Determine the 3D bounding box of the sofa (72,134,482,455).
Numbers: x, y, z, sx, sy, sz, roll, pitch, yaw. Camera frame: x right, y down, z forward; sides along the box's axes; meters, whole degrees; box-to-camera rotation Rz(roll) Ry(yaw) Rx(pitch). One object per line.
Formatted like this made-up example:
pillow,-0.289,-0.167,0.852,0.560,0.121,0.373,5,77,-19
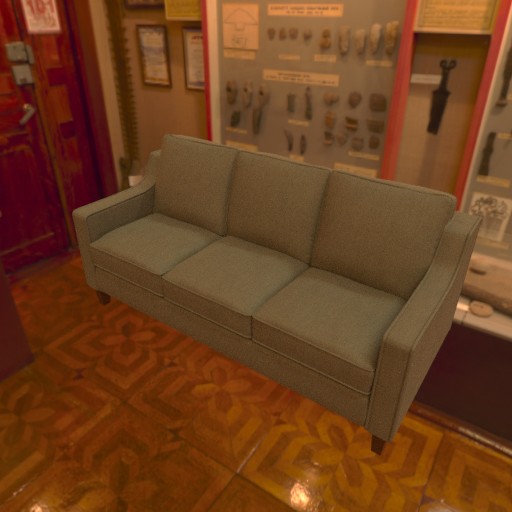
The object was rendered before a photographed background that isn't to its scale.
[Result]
sofa,0.000,0.000,2.436,1.986,0.974,0.911,20,36,30
